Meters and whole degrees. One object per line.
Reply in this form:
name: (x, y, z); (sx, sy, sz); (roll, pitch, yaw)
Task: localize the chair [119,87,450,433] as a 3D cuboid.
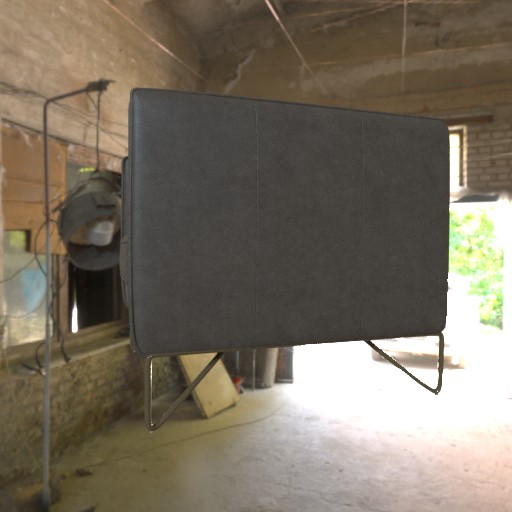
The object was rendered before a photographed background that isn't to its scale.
chair: (0.000, 0.000, 1.519); (0.894, 0.790, 0.880); (0, 1, -18)
